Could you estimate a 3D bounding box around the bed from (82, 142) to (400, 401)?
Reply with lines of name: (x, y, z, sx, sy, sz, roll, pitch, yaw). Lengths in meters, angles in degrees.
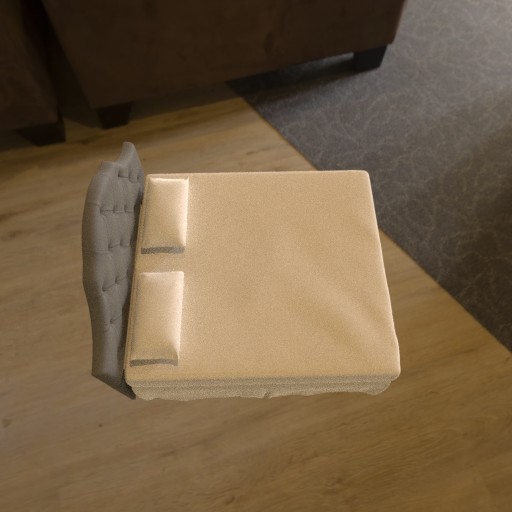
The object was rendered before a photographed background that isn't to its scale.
bed: (0.000, 0.000, 3.582, 2.214, 1.615, 2.008, -1, 64, -1)
